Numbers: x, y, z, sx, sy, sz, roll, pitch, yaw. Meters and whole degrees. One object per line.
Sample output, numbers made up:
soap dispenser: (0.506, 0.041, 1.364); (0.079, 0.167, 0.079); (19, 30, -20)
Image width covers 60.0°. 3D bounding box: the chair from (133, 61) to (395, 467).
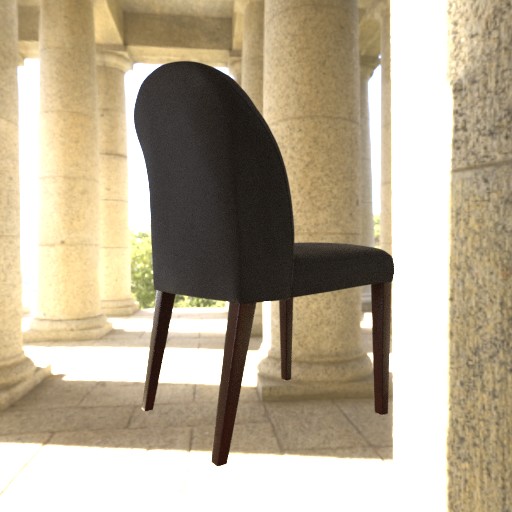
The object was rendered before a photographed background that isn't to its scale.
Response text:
chair: (0.000, 0.000, 1.235); (0.619, 0.879, 0.506); (0, 0, -35)
